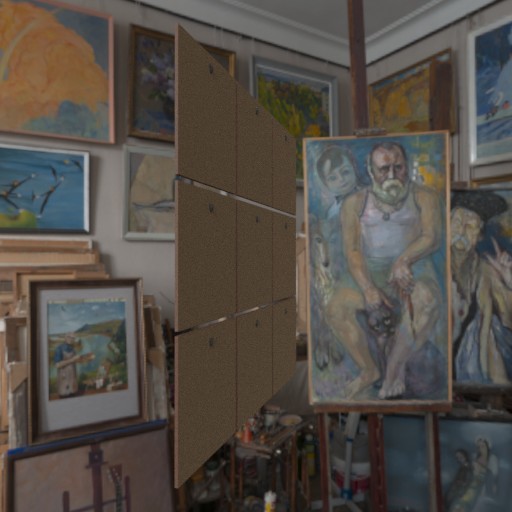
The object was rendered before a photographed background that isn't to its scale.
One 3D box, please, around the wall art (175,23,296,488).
[{"bbox_3d":[0.000,0.000,2.180,0.019,1.532,1.533,0,0,20],"label":"wall art"}]
